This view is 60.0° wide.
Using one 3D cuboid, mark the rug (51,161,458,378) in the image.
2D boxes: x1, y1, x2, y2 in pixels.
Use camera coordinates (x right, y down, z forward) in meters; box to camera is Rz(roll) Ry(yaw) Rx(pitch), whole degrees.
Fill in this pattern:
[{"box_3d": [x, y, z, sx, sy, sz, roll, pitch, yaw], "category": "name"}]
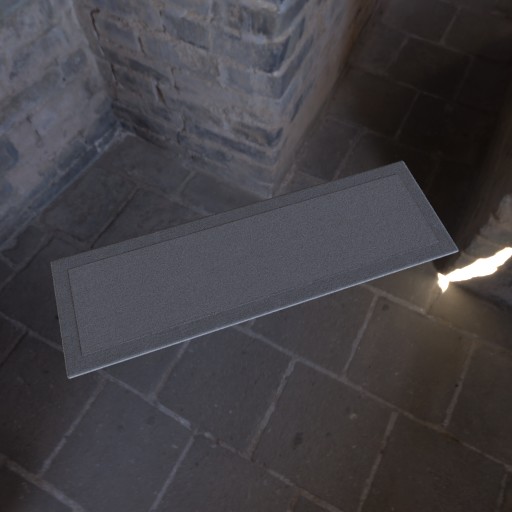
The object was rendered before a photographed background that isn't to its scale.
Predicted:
[{"box_3d": [0.000, 0.000, 2.760, 2.430, 0.012, 0.759, -17, 64, -9], "category": "rug"}]
